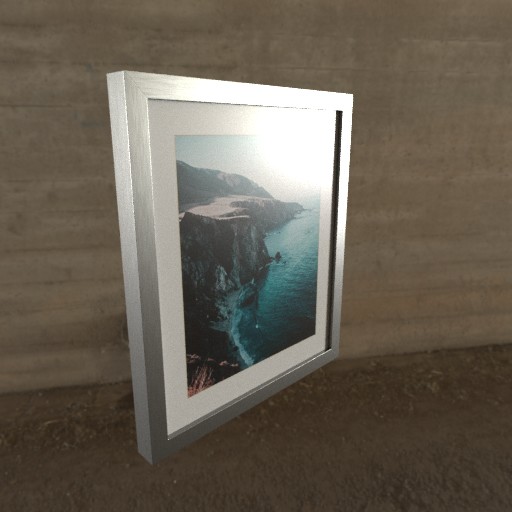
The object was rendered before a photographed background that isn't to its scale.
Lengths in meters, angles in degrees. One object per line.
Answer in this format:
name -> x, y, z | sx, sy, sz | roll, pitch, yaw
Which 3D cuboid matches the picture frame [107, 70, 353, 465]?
picture frame -> 0.000, 0.000, 1.346 | 0.839, 0.968, 0.073 | -15, 21, -43
